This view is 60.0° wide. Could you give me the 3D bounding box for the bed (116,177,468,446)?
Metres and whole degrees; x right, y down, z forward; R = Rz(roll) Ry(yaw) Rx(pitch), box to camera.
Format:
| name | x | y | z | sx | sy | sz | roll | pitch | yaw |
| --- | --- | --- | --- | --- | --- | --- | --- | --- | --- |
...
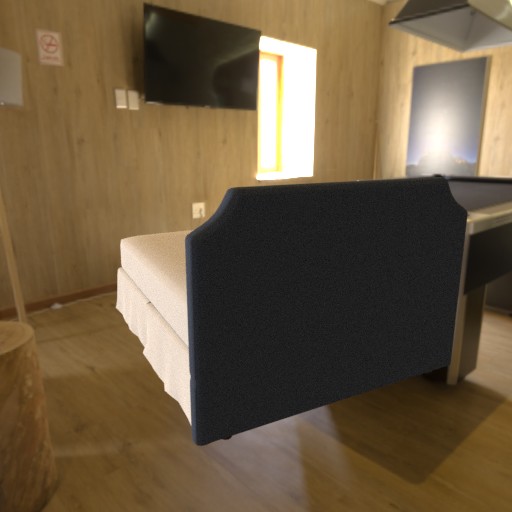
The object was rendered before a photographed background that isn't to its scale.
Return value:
| name | x | y | z | sx | sy | sz | roll | pitch | yaw |
| --- | --- | --- | --- | --- | --- | --- | --- | --- | --- |
| bed | 0.000 | 0.000 | 3.400 | 1.831 | 1.297 | 2.260 | -7 | 16 | -27 |
